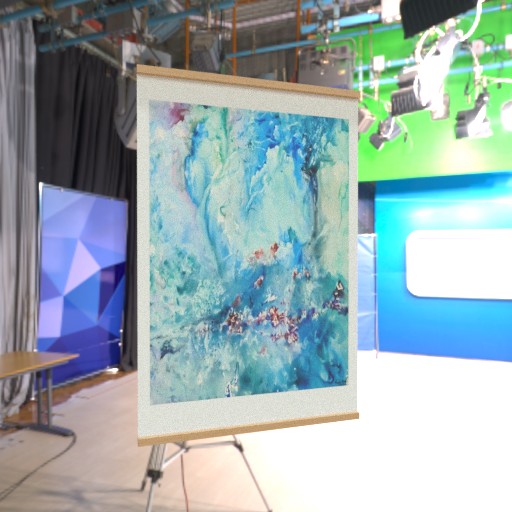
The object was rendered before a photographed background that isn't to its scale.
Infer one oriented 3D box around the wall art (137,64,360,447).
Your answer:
[{"bbox_3d":[0.000,0.000,0.775,0.401,0.611,0.016,0,1,-17],"label":"wall art"}]
